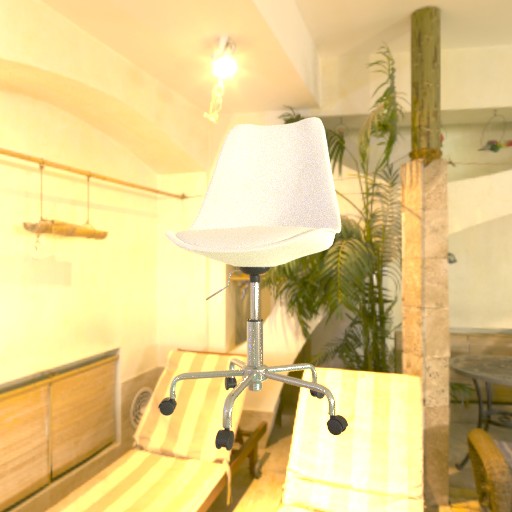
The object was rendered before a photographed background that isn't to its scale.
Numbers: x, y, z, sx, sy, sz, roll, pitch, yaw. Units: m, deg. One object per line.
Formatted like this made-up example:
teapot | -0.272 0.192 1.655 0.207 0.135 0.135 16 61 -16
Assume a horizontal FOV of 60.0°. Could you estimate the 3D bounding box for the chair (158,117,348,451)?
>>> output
chair | 0.000 0.000 1.305 0.550 0.930 0.550 0 0 18
